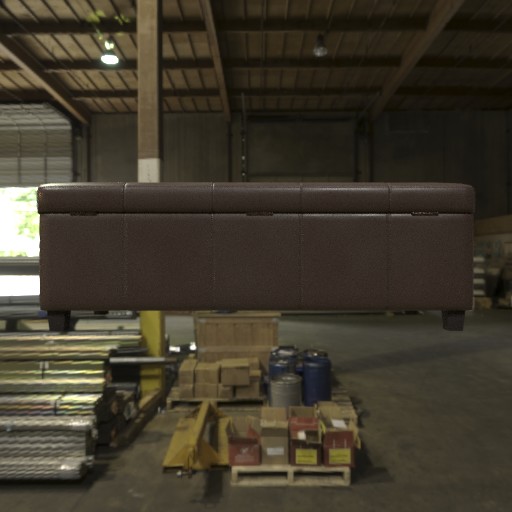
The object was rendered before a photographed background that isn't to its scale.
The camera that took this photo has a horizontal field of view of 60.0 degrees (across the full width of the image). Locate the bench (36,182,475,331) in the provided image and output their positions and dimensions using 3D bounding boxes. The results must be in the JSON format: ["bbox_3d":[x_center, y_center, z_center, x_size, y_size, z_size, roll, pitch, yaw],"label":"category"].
[{"bbox_3d":[0.000,0.000,1.419,1.219,0.417,0.450,0,0,0],"label":"bench"}]
